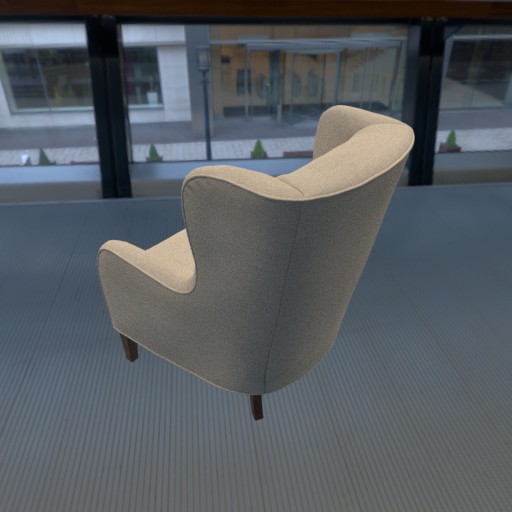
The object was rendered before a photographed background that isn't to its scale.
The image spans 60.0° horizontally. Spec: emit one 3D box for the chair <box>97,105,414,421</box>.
[{"bbox_3d":[0.000,0.000,1.735,0.966,1.040,0.838,22,39,30],"label":"chair"}]
